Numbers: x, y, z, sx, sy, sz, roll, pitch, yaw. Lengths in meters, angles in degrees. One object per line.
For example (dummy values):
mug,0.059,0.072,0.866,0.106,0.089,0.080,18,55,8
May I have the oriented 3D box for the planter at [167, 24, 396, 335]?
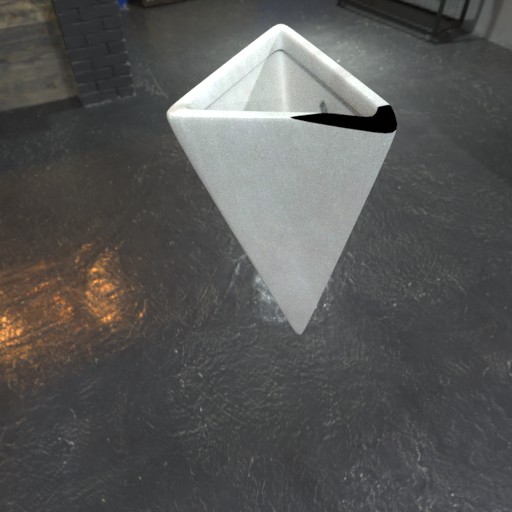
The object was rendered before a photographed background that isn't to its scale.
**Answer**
planter,0.000,0.000,0.157,0.047,0.130,0.058,-19,50,-16
